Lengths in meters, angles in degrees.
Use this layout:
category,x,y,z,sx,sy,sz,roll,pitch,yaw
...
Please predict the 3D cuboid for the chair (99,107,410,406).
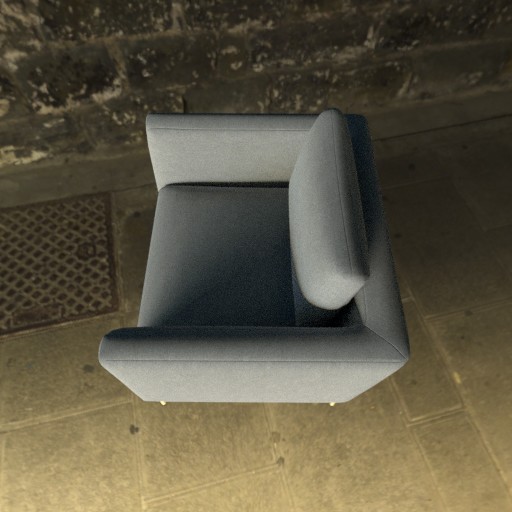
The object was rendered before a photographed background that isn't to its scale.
category,x,y,z,sx,sy,sz,roll,pitch,yaw
chair,0.000,0.000,1.709,0.889,0.864,1.041,0,58,0
